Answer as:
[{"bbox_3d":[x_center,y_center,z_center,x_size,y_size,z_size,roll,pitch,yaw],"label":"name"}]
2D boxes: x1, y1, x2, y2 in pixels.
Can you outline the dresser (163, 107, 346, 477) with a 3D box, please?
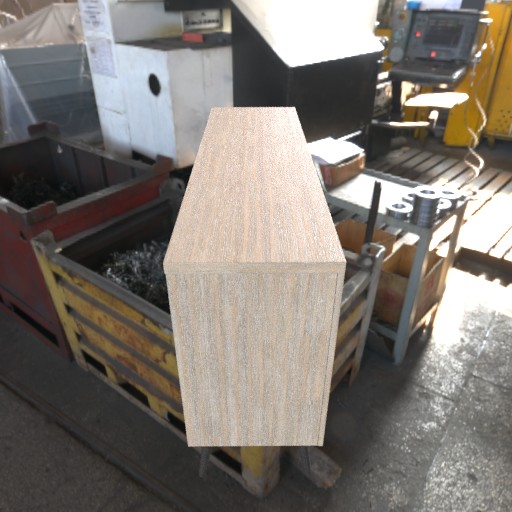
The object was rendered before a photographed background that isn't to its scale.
[{"bbox_3d":[0.000,0.000,1.953,0.457,0.914,1.524,0,32,0],"label":"dresser"}]
